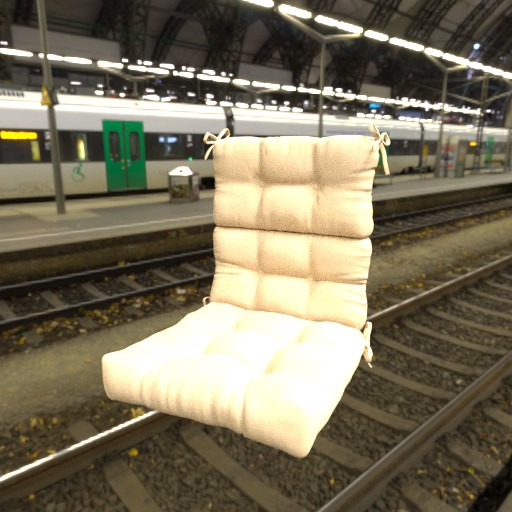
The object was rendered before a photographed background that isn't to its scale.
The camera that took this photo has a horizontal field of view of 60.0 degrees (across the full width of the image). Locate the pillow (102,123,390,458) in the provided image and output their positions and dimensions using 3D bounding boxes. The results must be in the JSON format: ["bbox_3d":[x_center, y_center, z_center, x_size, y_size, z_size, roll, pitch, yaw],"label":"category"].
[{"bbox_3d":[0.000,0.000,1.033,0.519,0.605,0.571,7,15,26],"label":"pillow"}]
